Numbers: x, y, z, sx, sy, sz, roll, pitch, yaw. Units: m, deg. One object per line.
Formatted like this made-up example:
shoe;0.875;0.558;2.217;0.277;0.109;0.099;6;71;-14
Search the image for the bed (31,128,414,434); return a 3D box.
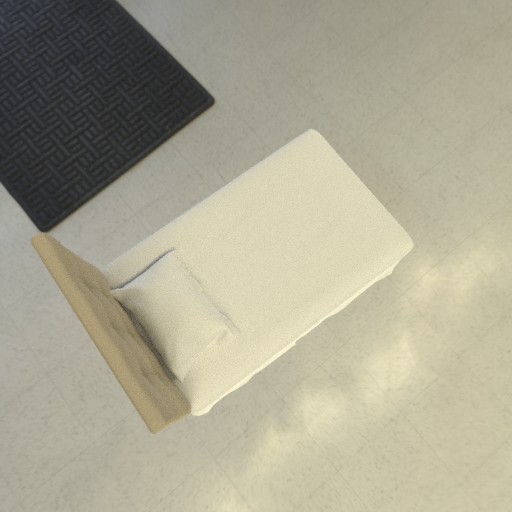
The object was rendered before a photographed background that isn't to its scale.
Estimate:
bed;0.000;0.000;2.976;1.997;1.571;1.261;-35;77;-9
